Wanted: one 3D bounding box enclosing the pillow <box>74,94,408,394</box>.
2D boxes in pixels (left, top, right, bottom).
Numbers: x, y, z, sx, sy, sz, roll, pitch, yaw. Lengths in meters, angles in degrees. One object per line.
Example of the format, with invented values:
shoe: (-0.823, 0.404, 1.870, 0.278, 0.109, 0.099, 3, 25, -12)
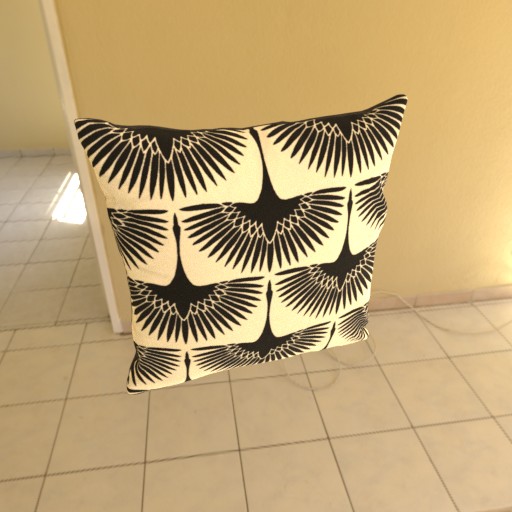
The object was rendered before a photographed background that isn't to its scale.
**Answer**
pillow: (0.000, 0.000, 0.656, 0.432, 0.432, 0.139, -10, 32, -16)
